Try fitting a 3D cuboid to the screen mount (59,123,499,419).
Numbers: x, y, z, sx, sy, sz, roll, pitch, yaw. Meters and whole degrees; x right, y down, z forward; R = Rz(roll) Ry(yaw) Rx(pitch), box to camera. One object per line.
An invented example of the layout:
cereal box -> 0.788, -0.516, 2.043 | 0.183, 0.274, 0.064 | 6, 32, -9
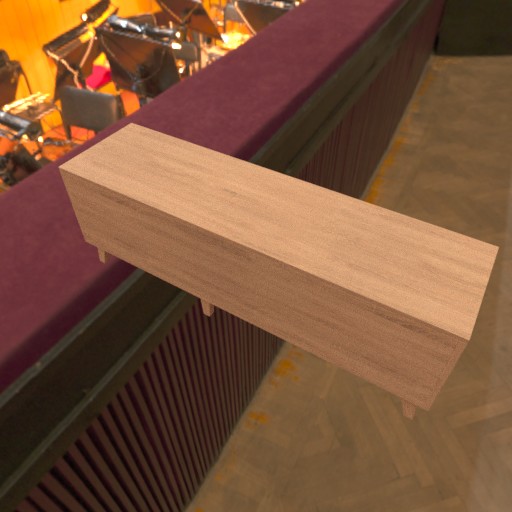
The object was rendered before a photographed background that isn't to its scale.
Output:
screen mount -> 0.000, 0.000, 1.692 | 1.500, 0.510, 0.400 | 23, 49, 22
